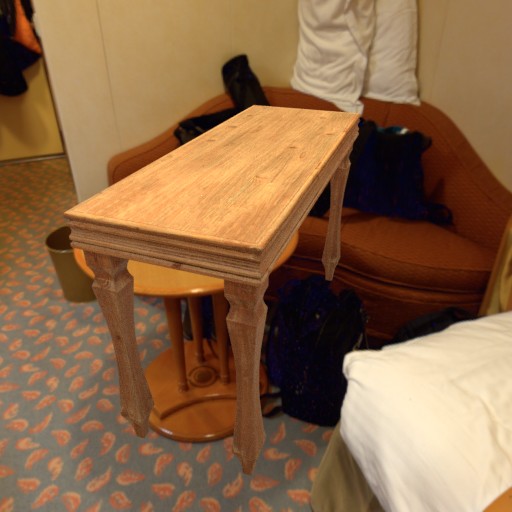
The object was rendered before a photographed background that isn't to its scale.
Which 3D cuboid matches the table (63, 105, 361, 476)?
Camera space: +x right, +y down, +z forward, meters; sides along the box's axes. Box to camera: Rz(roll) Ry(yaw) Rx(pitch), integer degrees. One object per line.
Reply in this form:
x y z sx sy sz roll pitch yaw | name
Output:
0.000 0.000 1.770 0.522 0.873 1.330 11 32 17 | table
